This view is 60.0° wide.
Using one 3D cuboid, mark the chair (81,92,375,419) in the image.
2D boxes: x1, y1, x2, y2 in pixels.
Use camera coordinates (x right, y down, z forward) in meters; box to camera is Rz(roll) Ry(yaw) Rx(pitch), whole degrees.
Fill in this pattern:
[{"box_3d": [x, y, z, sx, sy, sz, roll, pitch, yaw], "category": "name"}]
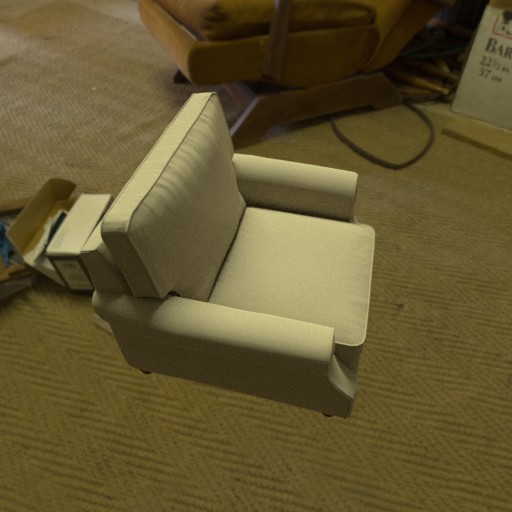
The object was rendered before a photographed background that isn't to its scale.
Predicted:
[{"box_3d": [0.000, 0.000, 1.810, 0.966, 0.967, 1.029, 10, 48, 10], "category": "chair"}]
